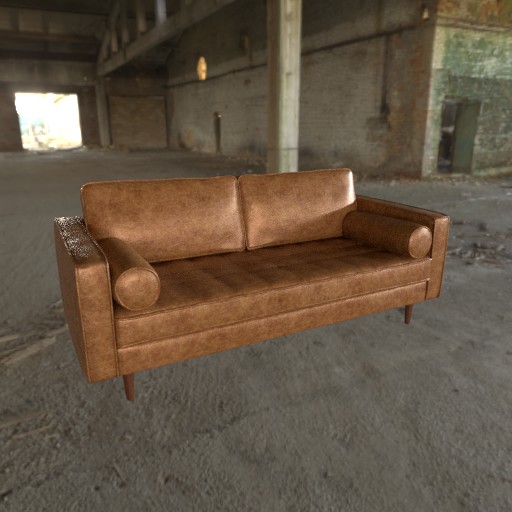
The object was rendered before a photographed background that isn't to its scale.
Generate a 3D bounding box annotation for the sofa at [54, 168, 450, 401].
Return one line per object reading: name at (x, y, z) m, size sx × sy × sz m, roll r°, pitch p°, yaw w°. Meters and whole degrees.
sofa at (0.000, 0.000, 2.380) m, size 1.920 × 0.825 × 0.924 m, roll -8°, pitch 18°, yaw -27°
